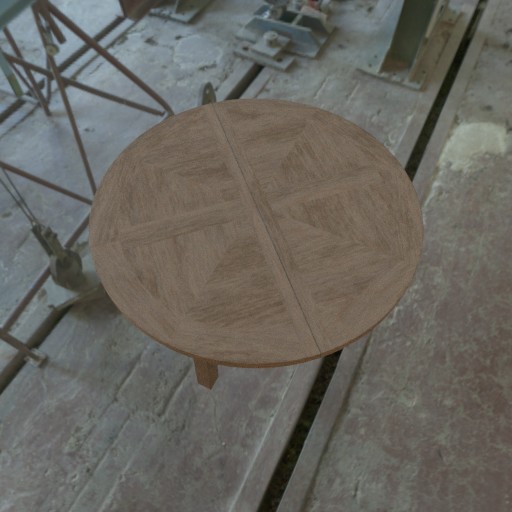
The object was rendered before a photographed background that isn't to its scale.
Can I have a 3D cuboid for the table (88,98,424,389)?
[{"bbox_3d":[0.000,0.000,2.100,1.319,0.762,1.319,0,57,0],"label":"table"}]
